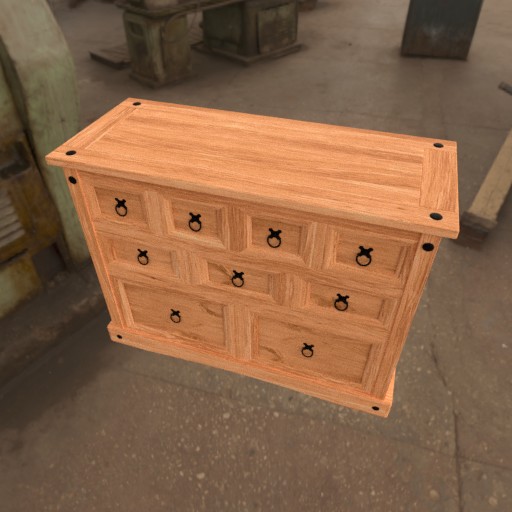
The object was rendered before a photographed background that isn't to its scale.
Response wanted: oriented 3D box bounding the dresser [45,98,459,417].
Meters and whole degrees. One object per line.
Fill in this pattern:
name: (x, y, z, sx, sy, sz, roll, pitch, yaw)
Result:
dresser: (0.000, 0.000, 1.389, 0.990, 0.740, 0.410, 12, 42, 14)
